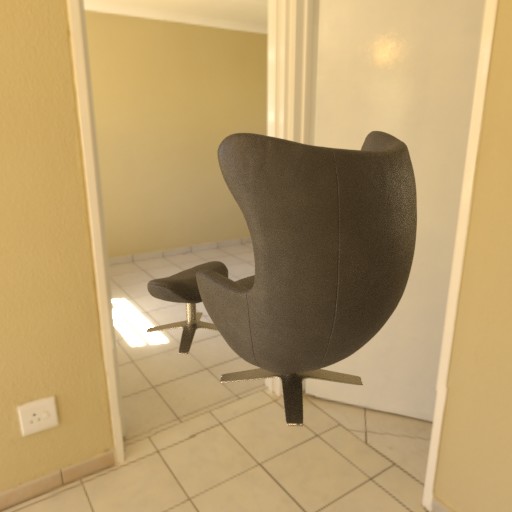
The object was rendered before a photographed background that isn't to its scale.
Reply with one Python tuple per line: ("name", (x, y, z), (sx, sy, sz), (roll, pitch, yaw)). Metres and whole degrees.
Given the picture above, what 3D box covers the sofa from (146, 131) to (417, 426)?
("sofa", (0.000, 0.000, 2.090), (0.894, 1.135, 1.444), (-15, 22, -41))
